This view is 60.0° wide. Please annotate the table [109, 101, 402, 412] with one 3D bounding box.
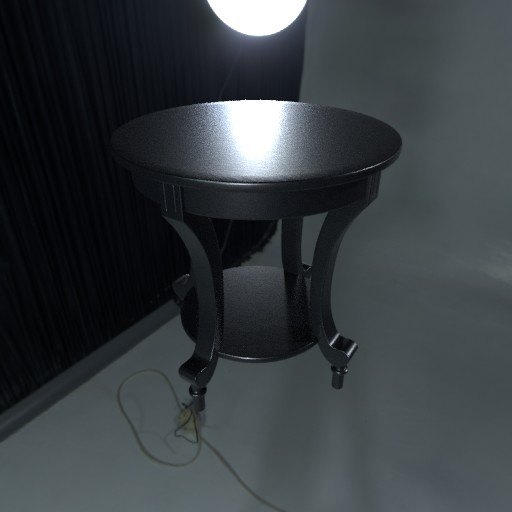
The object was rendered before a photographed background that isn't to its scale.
[{"bbox_3d":[0.000,0.000,1.094,0.597,0.618,0.597,0,31,0],"label":"table"}]
